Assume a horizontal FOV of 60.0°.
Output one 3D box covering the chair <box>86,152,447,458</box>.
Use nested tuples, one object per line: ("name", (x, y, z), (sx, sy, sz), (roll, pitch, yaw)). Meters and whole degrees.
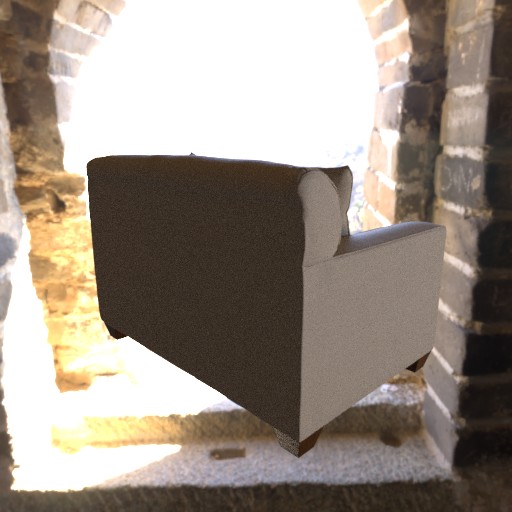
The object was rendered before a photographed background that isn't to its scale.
("chair", (0.000, 0.000, 2.068), (1.000, 0.948, 1.383), (-14, 20, -42))
